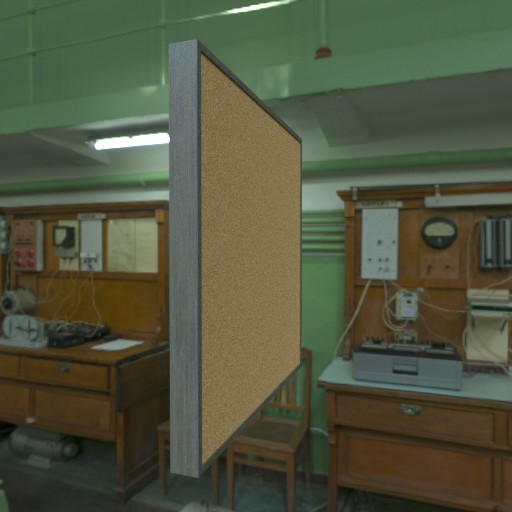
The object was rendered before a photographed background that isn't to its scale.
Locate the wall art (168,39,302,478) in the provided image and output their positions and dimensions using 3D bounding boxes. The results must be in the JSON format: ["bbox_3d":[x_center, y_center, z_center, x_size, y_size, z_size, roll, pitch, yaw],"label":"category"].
[{"bbox_3d":[0.000,0.000,0.756,0.037,0.507,0.507,0,1,19],"label":"wall art"}]
